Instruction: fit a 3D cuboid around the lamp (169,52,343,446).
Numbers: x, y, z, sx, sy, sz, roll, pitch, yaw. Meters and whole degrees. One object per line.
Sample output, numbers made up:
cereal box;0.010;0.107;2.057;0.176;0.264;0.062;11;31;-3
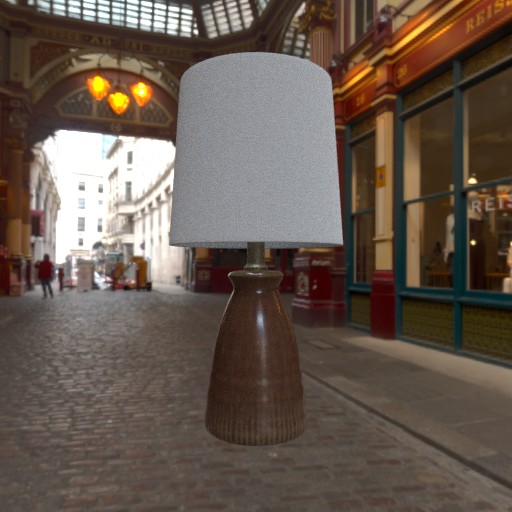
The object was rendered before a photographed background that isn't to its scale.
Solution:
lamp;0.000;0.000;0.483;0.186;0.369;0.186;0;-1;0
